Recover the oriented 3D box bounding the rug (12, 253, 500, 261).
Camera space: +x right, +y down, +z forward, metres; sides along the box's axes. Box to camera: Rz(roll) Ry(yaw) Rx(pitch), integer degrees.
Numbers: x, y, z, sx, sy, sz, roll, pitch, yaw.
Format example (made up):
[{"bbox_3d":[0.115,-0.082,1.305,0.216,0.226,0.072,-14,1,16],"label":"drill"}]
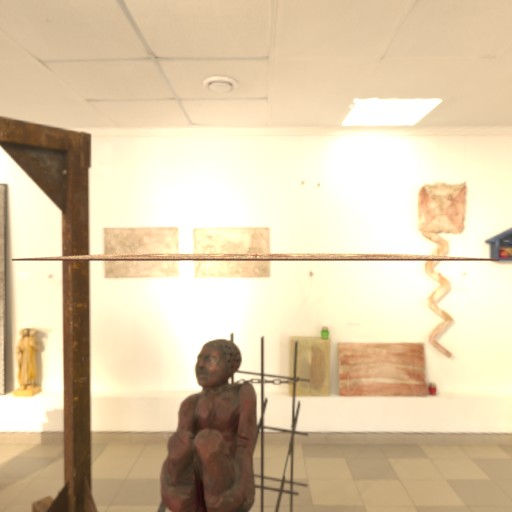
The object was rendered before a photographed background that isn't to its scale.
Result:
[{"bbox_3d":[0.000,0.000,4.094,3.197,0.013,2.381,0,1,0],"label":"rug"}]
